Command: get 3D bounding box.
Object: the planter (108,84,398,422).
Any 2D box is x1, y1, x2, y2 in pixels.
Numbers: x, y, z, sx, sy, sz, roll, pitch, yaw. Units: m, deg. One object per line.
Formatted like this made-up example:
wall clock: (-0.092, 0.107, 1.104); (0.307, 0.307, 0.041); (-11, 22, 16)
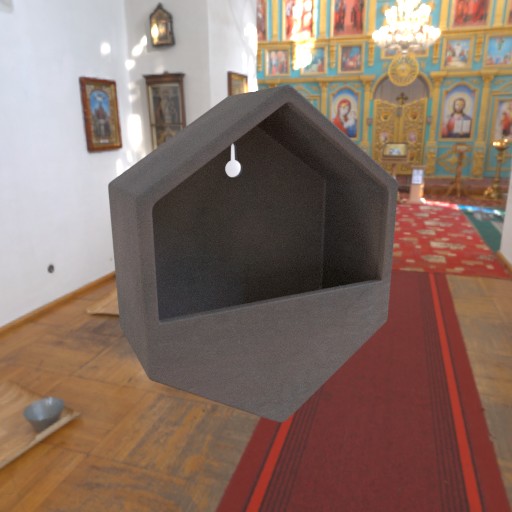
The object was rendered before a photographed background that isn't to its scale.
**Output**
planter: (0.000, 0.000, 0.294); (0.169, 0.206, 0.077); (-8, 17, -27)
